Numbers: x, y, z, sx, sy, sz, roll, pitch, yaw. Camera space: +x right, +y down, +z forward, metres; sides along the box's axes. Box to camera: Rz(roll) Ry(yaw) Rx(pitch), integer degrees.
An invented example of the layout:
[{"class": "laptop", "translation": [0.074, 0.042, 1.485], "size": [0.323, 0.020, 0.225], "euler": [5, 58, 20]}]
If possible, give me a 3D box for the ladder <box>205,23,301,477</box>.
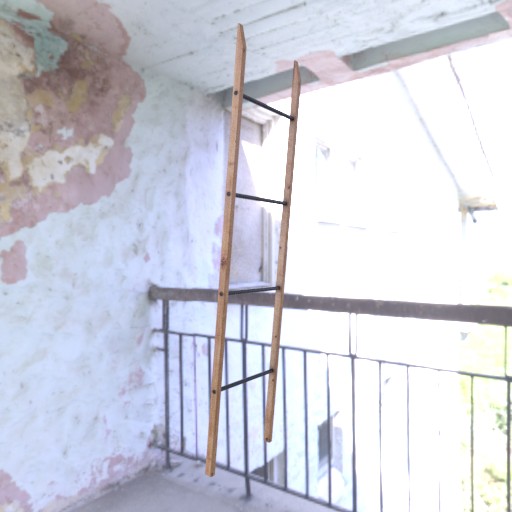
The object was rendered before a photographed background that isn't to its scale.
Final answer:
[{"class": "ladder", "translation": [0.000, 0.000, 1.940], "size": [0.200, 1.805, 0.442], "euler": [0, 0, 37]}]
